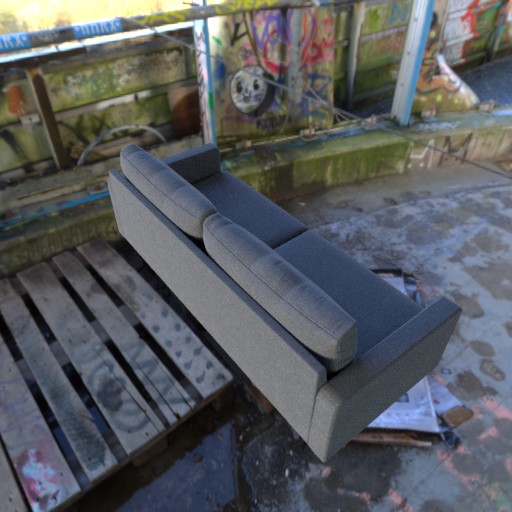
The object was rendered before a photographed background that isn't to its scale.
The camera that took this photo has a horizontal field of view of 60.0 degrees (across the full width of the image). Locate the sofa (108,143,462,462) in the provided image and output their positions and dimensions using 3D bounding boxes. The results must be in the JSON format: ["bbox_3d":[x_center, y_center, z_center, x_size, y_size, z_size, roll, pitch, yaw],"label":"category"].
[{"bbox_3d":[0.000,0.000,2.602,0.880,0.880,2.100,-27,47,-28],"label":"sofa"}]
